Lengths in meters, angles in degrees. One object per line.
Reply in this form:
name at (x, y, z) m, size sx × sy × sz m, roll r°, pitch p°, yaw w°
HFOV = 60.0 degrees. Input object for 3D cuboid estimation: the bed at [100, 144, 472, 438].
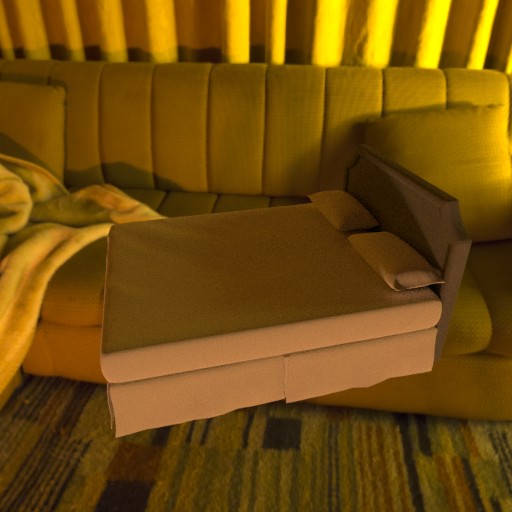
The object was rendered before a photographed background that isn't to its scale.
bed at (0.000, 0.000, 3.618) m, size 2.464 × 1.306 × 1.977 m, roll -7°, pitch 31°, yaw -12°
